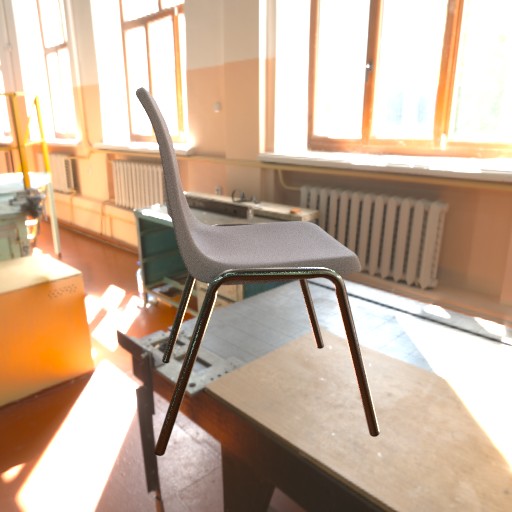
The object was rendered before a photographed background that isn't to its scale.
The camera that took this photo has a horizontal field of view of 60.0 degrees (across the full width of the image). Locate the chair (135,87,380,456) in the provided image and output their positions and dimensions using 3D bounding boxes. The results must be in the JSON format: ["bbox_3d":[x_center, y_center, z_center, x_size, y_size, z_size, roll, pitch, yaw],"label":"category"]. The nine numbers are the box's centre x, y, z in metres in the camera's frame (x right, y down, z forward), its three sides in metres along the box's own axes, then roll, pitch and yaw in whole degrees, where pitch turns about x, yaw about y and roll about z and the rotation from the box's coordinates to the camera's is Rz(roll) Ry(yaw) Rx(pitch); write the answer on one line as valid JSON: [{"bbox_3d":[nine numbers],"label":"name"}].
[{"bbox_3d":[0.000,0.000,0.924,0.436,0.653,0.381,-3,17,-9],"label":"chair"}]
